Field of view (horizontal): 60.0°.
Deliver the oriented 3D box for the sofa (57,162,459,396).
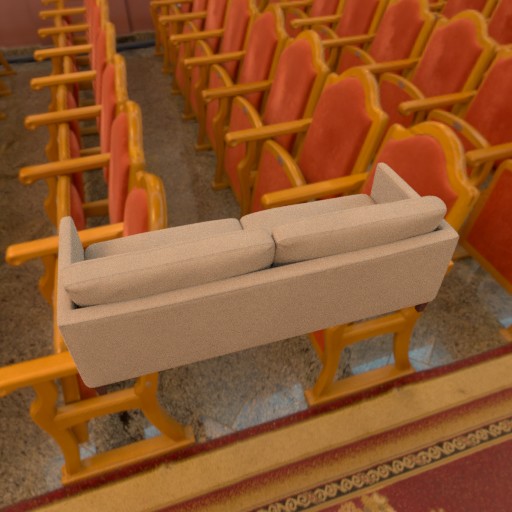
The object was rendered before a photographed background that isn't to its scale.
[{"bbox_3d":[0.000,0.000,2.977,2.404,0.912,0.988,-12,43,-13],"label":"sofa"}]
